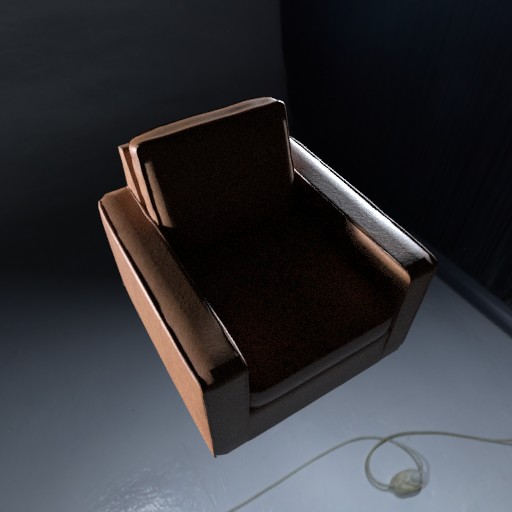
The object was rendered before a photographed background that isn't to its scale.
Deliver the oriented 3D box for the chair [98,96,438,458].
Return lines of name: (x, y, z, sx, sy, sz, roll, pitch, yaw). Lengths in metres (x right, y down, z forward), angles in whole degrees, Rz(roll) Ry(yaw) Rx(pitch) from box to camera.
chair: (0.000, 0.000, 1.774, 0.987, 0.901, 1.027, -27, 53, -22)
